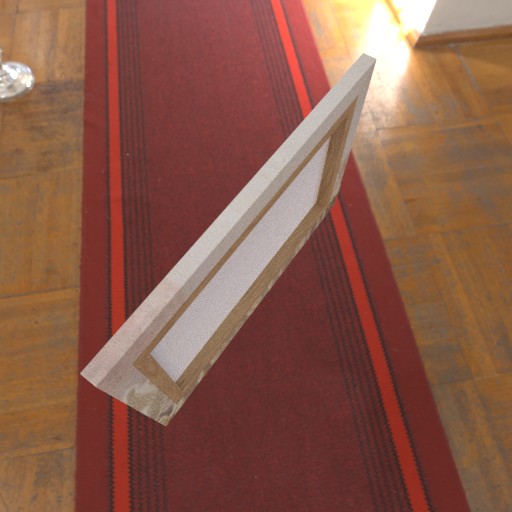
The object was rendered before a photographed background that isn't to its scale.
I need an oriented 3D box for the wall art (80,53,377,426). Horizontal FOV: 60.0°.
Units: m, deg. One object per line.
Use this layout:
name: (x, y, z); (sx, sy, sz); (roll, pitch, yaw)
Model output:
wall art: (0.000, 0.000, 1.142); (0.040, 0.608, 0.916); (33, 68, 15)
